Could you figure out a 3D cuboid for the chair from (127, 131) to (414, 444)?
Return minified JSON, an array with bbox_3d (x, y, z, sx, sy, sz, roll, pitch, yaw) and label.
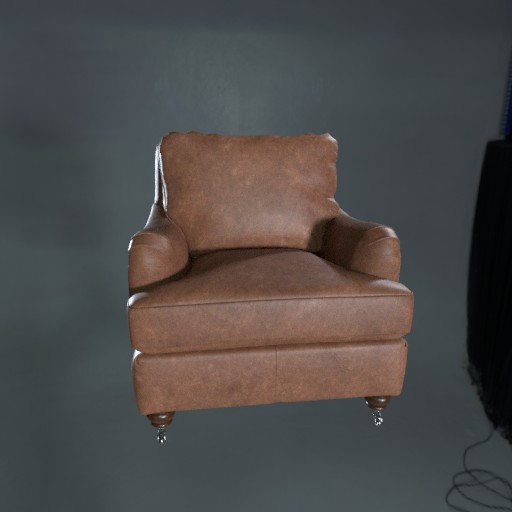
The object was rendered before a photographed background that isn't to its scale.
[{"bbox_3d":[0.000,0.000,1.947,0.986,1.055,1.158,-2,16,-7],"label":"chair"}]
